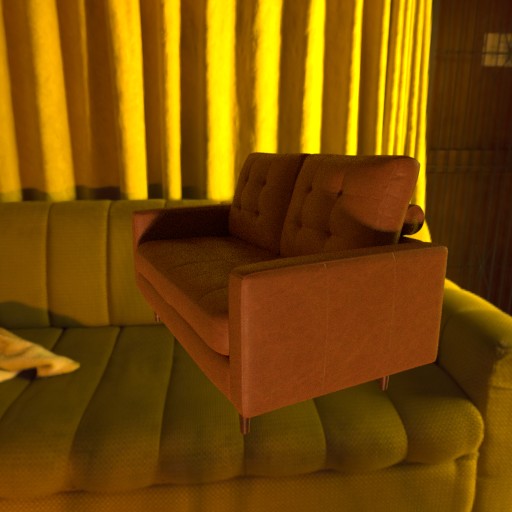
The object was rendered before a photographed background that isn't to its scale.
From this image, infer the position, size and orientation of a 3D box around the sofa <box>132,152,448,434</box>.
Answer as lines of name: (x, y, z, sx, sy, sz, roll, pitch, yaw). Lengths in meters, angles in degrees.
sofa: (0.000, 0.000, 1.995, 0.868, 0.898, 1.430, -7, 15, -26)
